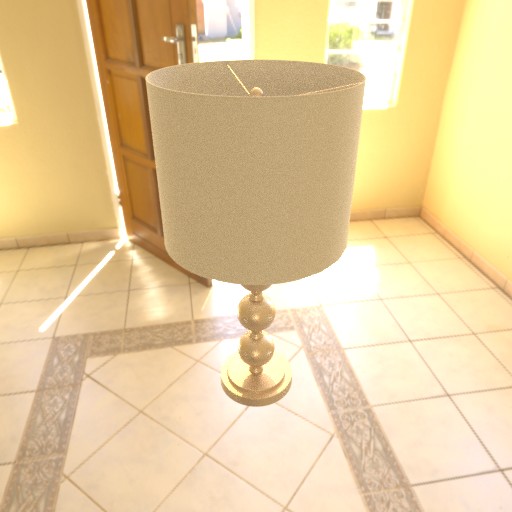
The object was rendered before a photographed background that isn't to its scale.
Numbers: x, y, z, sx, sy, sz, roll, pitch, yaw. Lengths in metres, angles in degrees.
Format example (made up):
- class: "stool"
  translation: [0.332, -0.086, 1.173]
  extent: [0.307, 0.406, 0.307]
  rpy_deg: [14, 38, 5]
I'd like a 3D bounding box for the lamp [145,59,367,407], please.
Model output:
- class: "lamp"
  translation: [0.000, 0.000, 0.700]
  extent: [0.277, 0.538, 0.277]
  rpy_deg: [-10, 33, -17]
